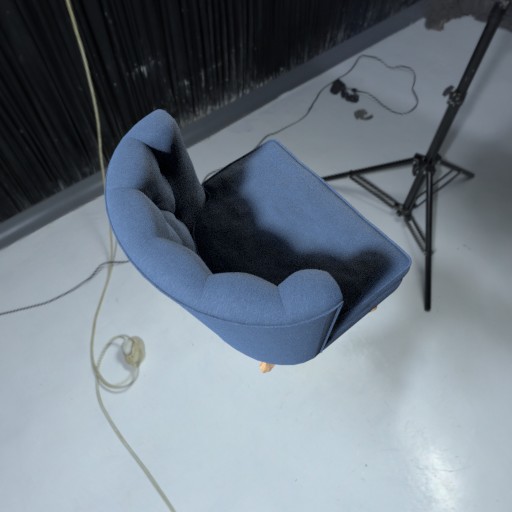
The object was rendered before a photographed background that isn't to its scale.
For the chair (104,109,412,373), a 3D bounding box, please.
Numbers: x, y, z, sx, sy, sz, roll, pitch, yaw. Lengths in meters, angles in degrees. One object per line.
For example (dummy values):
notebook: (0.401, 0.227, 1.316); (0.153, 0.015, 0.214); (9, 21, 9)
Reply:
chair: (0.000, 0.000, 1.395); (0.718, 0.771, 0.740); (-34, 65, -19)
